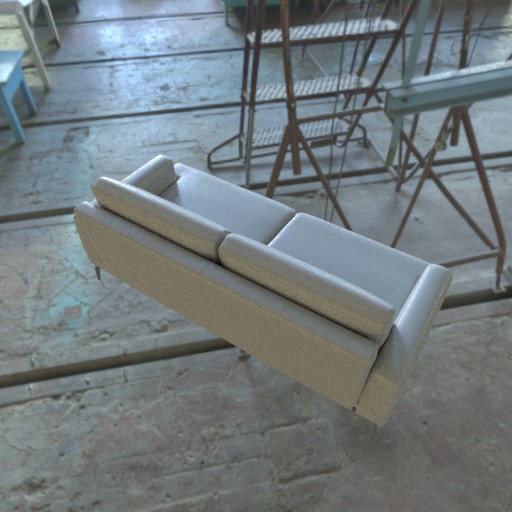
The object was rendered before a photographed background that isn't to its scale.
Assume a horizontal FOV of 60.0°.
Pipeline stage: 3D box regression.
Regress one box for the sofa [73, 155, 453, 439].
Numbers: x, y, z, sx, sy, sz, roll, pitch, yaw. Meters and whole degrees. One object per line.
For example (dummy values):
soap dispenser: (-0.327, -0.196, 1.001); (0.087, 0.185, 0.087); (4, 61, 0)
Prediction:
sofa: (0.000, 0.000, 2.454); (1.940, 0.765, 0.974); (25, 51, 22)
